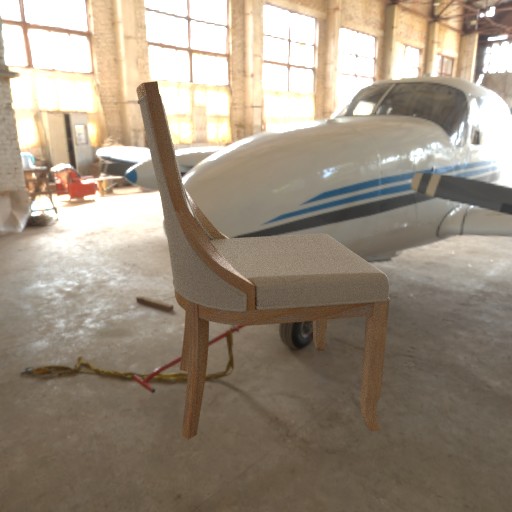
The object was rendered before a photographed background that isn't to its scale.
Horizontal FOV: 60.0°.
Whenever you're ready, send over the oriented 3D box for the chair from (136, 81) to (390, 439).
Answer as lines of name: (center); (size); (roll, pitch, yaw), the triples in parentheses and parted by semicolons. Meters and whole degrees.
chair: (0.000, 0.000, 1.353); (0.641, 0.947, 0.524); (-3, 16, -10)
